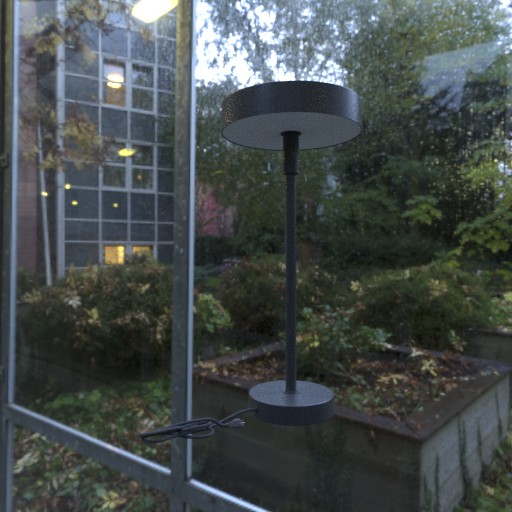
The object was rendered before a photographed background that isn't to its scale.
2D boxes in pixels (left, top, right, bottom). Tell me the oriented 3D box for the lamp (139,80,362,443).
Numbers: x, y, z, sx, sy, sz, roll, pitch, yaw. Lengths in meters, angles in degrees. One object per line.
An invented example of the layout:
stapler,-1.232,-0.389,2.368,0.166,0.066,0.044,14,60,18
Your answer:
lamp,0.000,0.000,0.691,0.369,0.508,0.229,0,0,-35
